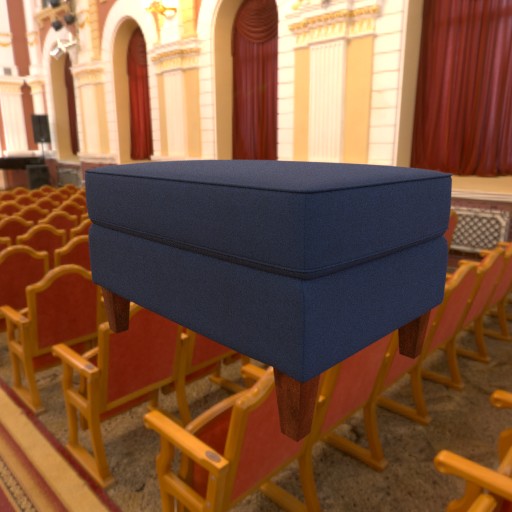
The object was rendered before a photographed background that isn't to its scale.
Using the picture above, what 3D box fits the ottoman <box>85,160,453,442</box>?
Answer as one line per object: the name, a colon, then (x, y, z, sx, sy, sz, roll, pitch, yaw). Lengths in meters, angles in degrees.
ottoman: (0.000, 0.000, 1.398, 0.686, 0.584, 0.965, -14, 20, -43)
